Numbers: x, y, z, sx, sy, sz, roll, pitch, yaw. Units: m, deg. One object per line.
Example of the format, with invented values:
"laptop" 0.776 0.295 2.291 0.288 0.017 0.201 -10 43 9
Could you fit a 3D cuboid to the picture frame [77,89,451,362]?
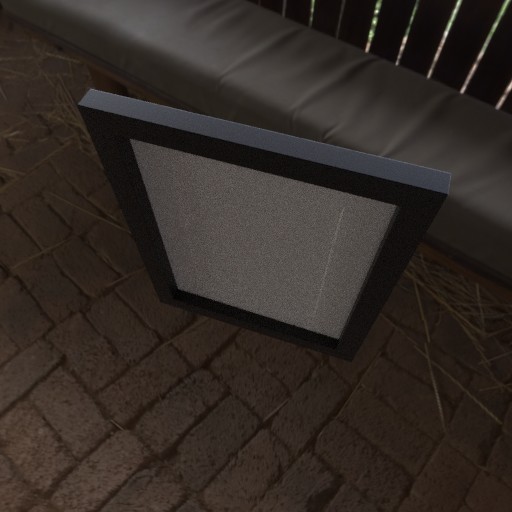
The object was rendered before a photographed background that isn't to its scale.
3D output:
"picture frame" 0.000 0.000 0.520 0.307 0.383 0.036 16 60 10
